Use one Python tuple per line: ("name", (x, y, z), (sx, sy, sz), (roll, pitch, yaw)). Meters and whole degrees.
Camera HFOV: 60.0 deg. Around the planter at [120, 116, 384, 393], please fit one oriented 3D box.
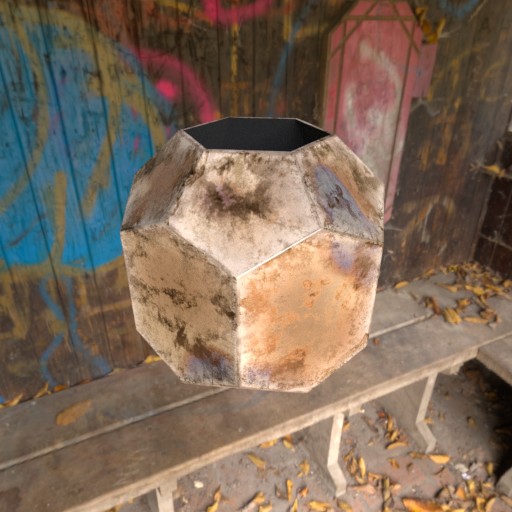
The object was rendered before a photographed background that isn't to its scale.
("planter", (0.000, 0.000, 0.429), (0.243, 0.238, 0.221), (20, 35, 31))
